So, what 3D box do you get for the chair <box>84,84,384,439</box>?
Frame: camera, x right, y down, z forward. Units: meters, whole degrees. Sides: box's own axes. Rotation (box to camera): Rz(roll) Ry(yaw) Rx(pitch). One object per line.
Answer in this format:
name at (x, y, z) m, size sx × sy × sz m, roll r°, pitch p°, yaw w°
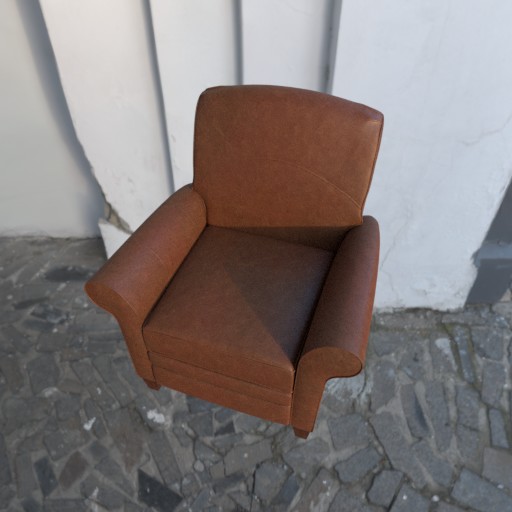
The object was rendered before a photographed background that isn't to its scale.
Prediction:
chair at (0.000, 0.000, 1.786) m, size 0.978 × 1.061 × 0.902 m, roll 13°, pitch 44°, yaw 14°
